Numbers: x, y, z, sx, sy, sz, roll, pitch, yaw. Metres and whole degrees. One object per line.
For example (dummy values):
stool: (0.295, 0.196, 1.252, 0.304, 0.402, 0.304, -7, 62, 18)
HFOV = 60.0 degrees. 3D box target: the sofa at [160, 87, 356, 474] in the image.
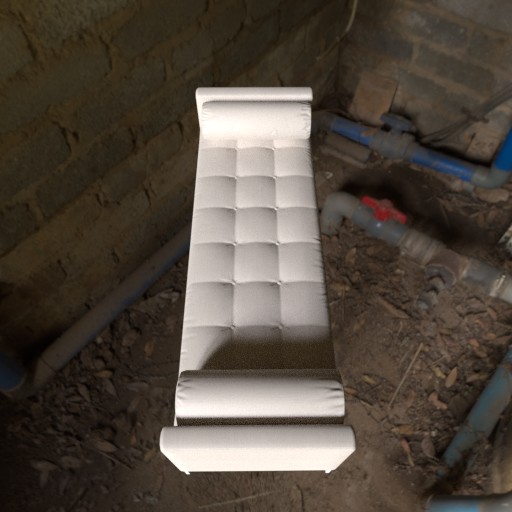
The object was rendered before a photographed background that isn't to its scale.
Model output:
sofa: (0.000, 0.000, 2.306, 0.686, 0.635, 1.981, 0, 57, 0)
